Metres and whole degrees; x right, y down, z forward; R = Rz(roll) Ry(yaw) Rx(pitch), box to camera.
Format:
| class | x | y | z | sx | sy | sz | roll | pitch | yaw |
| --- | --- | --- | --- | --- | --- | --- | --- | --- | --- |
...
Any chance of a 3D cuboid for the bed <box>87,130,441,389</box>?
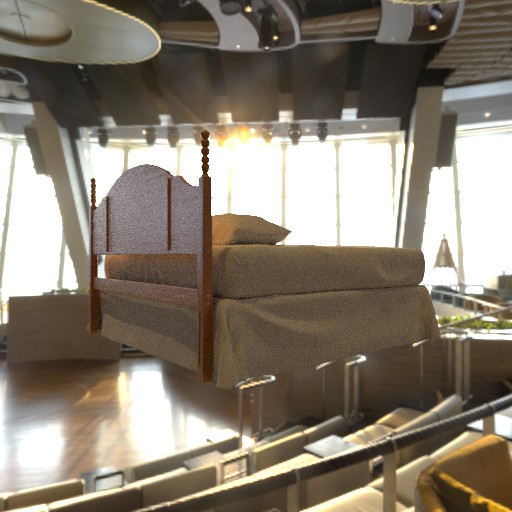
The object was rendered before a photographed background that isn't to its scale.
| class | x | y | z | sx | sy | sz | roll | pitch | yaw |
| --- | --- | --- | --- | --- | --- | --- | --- | --- | --- |
| bed | 0.000 | 0.000 | 3.778 | 2.219 | 1.355 | 2.322 | 0 | 0 | -38 |
